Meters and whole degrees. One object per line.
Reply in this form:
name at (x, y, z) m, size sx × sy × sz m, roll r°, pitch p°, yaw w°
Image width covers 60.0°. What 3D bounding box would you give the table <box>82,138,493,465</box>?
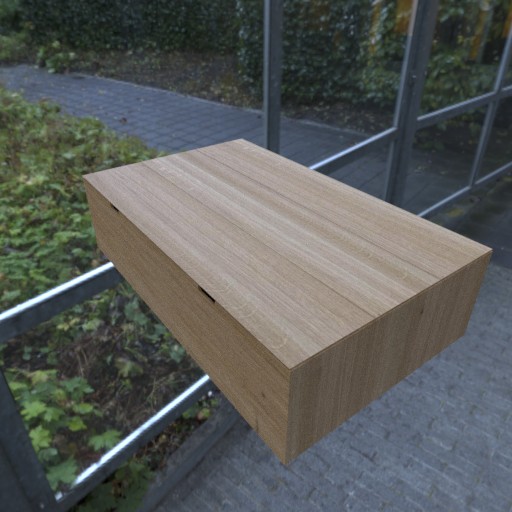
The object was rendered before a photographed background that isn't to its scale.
table at (0.000, 0.000, 1.426) m, size 0.678 × 0.353 × 1.110 m, roll -22°, pitch 39°, yaw -30°
